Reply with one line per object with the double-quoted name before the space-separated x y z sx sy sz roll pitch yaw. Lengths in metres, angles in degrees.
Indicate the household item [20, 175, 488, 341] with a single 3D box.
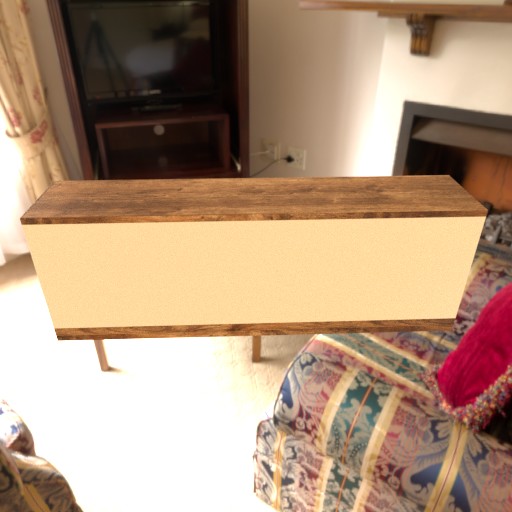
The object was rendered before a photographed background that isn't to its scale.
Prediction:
"household item" 0.000 0.000 2.028 1.800 0.615 0.390 -1 31 -2
